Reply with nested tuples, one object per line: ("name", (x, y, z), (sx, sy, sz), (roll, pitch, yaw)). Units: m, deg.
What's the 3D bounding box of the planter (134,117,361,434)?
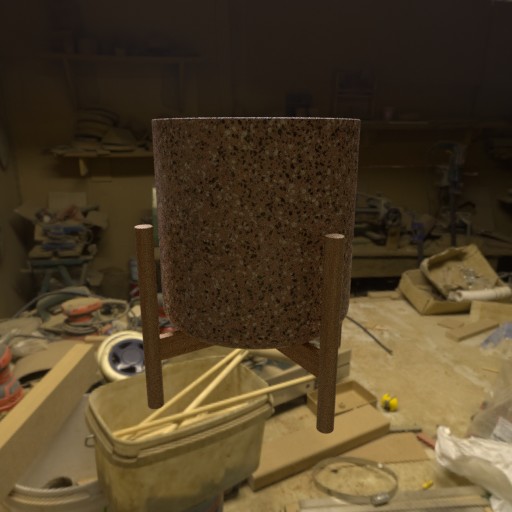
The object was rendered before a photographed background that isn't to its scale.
("planter", (0.000, 0.000, 0.716), (0.360, 0.419, 0.360), (-3, 16, -10))
